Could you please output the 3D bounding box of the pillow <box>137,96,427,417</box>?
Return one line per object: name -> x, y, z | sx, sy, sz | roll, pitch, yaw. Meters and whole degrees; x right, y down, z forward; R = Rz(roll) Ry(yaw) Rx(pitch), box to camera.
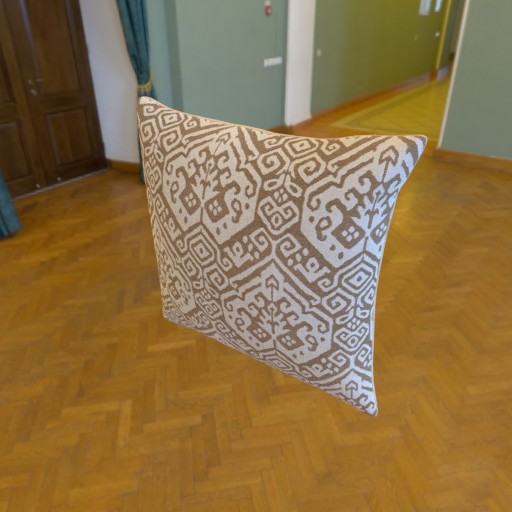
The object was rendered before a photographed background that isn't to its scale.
pillow -> 0.000, 0.000, 0.645 | 0.419, 0.407, 0.173 | 18, 34, 29
